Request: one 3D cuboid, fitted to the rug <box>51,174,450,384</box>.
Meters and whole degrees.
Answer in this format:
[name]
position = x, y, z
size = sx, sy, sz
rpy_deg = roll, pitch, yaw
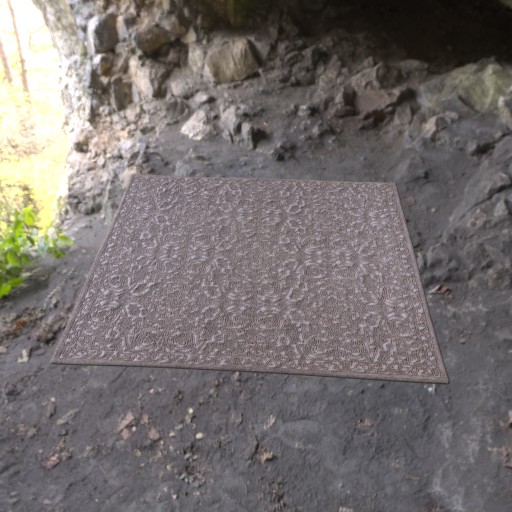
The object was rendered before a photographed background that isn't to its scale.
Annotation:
[rug]
position = 0.000, 0.000, 4.183
size = 3.017, 0.035, 2.472
rpy_deg = 2, 46, 2
